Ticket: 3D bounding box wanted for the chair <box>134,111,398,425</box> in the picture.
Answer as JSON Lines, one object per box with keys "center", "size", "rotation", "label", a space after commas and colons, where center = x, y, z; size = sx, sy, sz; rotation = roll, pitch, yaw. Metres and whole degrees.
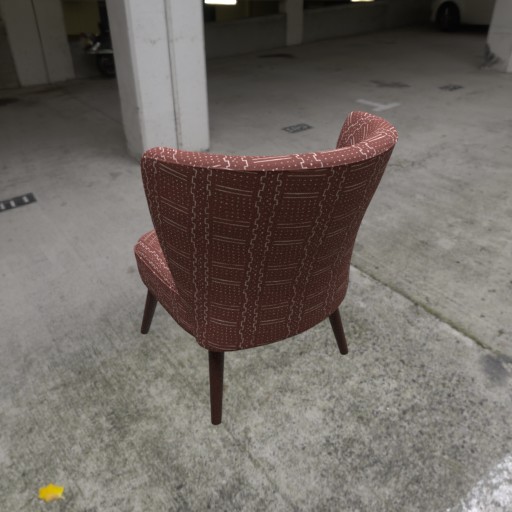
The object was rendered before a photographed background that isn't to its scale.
{"center": [0.000, 0.000, 1.407], "size": [0.706, 0.866, 0.758], "rotation": [-19, 36, -29], "label": "chair"}
